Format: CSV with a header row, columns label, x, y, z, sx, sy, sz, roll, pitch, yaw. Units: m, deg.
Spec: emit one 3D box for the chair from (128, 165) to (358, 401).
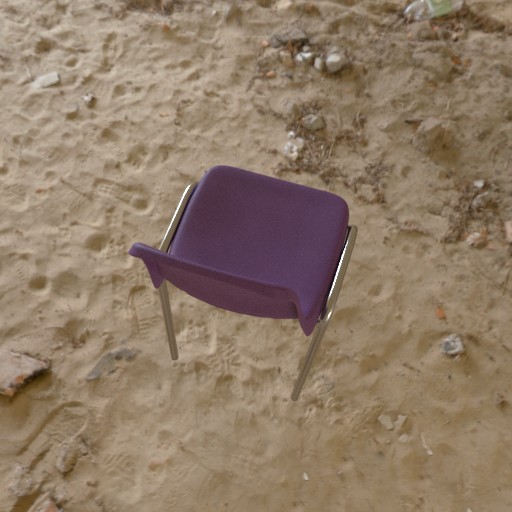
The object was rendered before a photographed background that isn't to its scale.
label,x,y,z,sx,sy,sz,roll,pitch,yaw
chair,0.000,0.000,0.946,0.381,0.704,0.432,16,64,8
